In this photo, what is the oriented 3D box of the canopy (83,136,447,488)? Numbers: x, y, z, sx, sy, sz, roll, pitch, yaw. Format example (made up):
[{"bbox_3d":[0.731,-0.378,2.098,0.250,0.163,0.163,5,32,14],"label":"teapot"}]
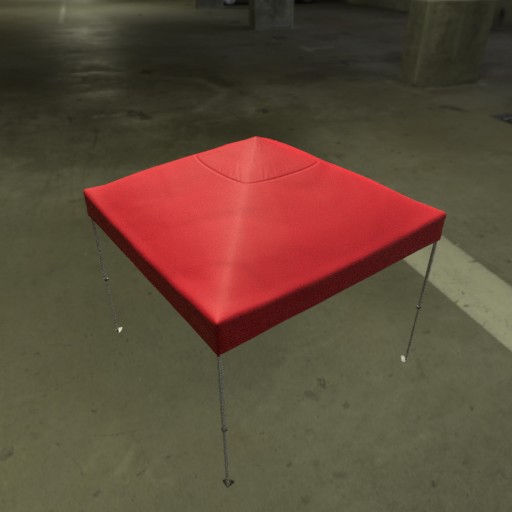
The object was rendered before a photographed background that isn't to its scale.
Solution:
[{"bbox_3d":[0.000,0.000,5.476,2.998,2.997,2.996,-22,39,-30],"label":"canopy"}]
